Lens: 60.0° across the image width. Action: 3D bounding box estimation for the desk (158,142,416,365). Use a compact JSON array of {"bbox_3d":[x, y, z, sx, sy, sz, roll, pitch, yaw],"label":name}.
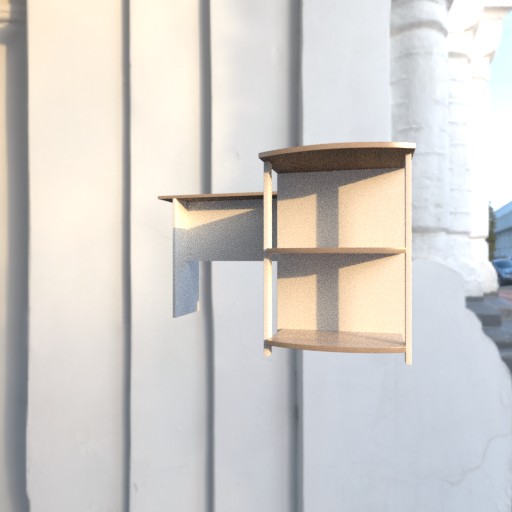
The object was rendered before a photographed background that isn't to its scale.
[{"bbox_3d":[0.000,0.000,2.136,1.361,0.716,1.303,0,0,15],"label":"desk"}]
